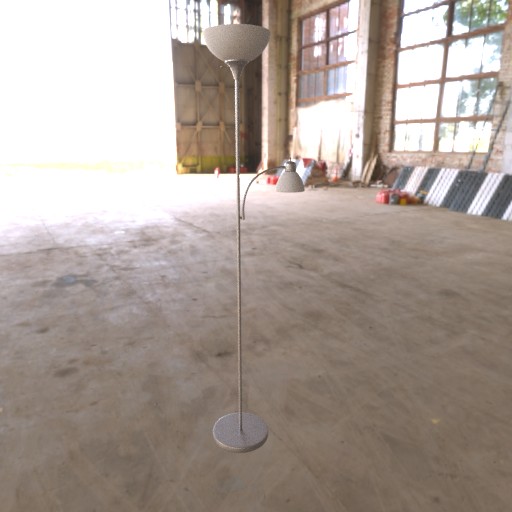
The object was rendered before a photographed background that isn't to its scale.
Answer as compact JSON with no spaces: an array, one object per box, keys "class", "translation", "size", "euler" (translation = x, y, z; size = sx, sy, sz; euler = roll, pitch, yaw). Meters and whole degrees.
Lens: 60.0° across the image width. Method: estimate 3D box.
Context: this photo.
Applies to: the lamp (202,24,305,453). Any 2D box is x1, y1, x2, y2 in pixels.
[{"class":"lamp","translation":[0.000,0.000,1.967],"size":[0.425,1.804,0.279],"euler":[-2,15,-9]}]
